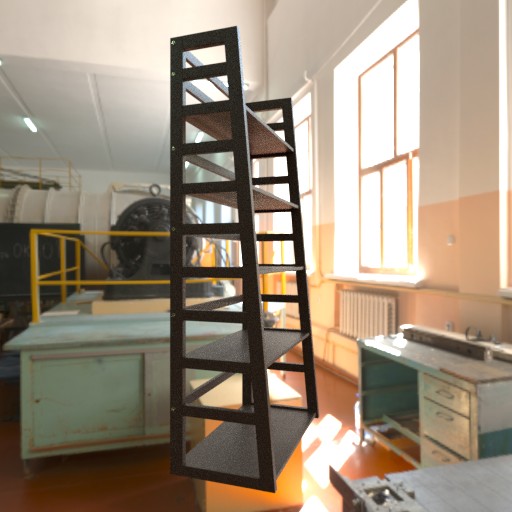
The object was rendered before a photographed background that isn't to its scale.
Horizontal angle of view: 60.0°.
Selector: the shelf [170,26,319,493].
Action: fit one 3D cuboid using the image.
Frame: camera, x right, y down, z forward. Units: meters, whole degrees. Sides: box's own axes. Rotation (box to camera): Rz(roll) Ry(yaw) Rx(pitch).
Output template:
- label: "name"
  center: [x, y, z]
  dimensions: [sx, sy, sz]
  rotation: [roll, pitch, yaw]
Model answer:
- label: "shelf"
  center: [0.000, 0.000, 1.918]
  dimensions: [0.403, 1.600, 0.763]
  rotation: [0, 0, 19]
